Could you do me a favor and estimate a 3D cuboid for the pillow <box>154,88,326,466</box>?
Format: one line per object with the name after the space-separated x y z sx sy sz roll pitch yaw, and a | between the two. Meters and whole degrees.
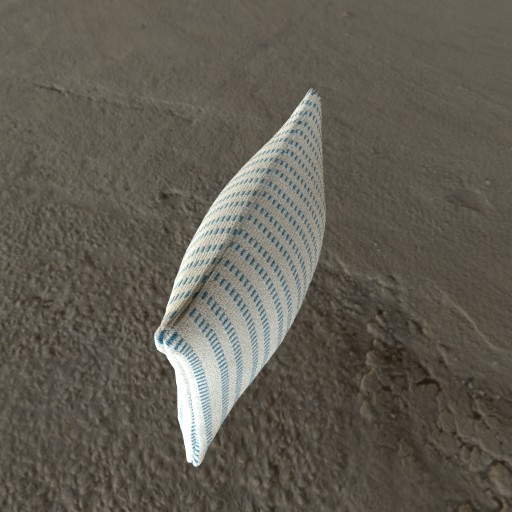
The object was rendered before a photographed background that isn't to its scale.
0.000 0.000 0.798 0.210 0.353 0.640 15 48 14 | pillow
